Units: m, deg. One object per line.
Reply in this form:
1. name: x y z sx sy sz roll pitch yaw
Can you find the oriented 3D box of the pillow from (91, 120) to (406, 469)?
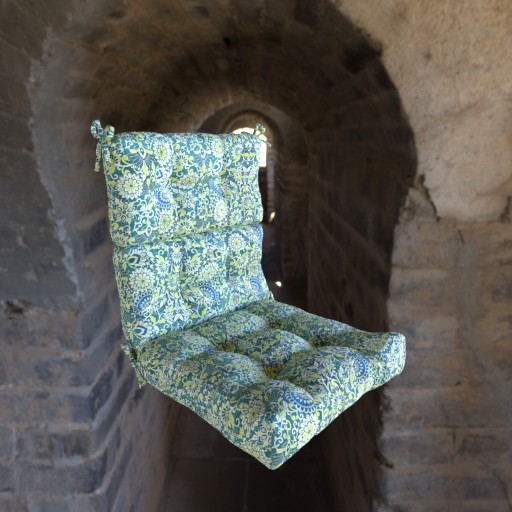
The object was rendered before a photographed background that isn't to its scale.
1. pillow: 0.000 0.000 1.020 0.571 0.605 0.519 14 21 43
